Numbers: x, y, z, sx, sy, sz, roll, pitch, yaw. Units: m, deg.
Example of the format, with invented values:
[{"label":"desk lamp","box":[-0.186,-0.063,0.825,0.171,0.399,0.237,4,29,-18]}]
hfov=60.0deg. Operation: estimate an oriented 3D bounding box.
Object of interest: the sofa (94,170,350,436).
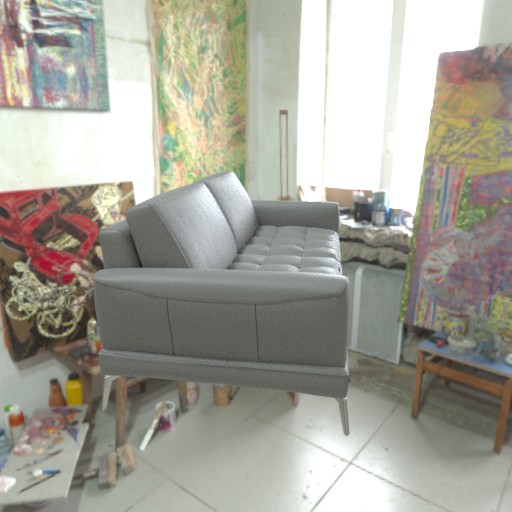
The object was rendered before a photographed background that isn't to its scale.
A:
[{"label":"sofa","box":[0.000,0.000,2.799,1.121,0.930,2.177,2,16,9]}]
